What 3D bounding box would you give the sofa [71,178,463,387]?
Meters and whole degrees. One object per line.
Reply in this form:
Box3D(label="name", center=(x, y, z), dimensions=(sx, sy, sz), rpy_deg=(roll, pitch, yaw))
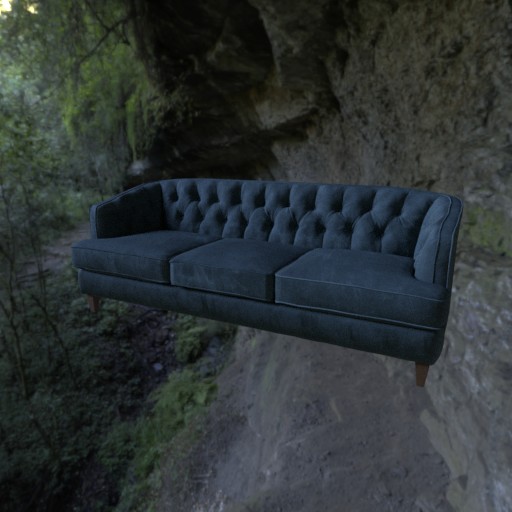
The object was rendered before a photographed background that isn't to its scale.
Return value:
Box3D(label="sofa", center=(0.000, 0.000, 2.758), dimensions=(2.278, 0.855, 0.941), rpy_deg=(7, 16, 26))
